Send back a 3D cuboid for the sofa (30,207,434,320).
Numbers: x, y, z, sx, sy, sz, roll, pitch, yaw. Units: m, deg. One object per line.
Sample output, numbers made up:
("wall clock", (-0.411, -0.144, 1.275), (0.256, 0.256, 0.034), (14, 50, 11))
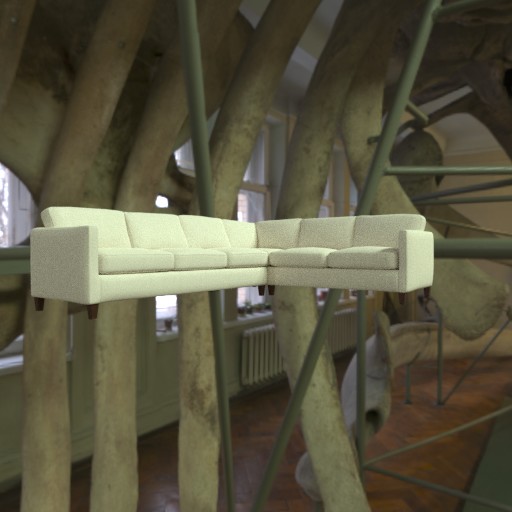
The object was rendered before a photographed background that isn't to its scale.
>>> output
("sofa", (0.000, 0.000, 4.420), (2.593, 0.947, 3.302), (1, 1, 37))
